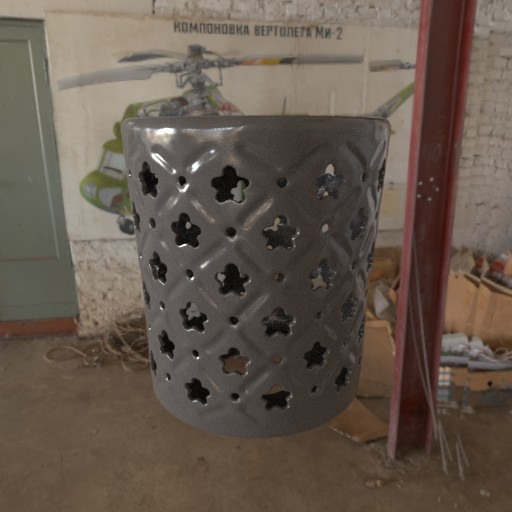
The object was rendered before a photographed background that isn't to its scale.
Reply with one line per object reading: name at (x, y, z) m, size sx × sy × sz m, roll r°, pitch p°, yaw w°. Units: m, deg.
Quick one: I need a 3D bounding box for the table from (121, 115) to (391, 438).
table at (0.000, 0.000, 0.647) m, size 0.352 × 0.387 × 0.352 m, roll 0°, pitch 16°, yaw 0°
